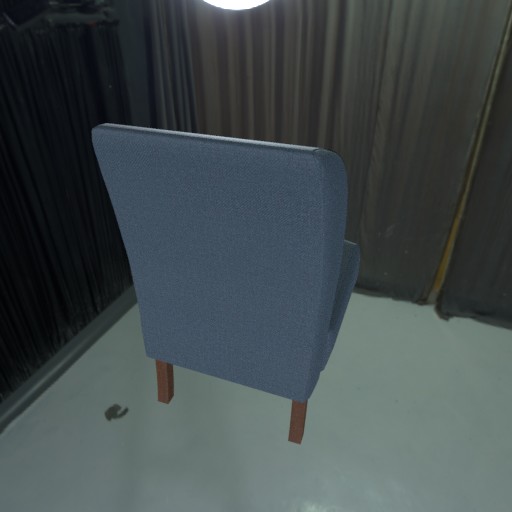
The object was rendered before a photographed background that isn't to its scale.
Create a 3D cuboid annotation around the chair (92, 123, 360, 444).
[{"bbox_3d":[0.000,0.000,1.196,0.513,0.804,0.592,11,33,16],"label":"chair"}]
